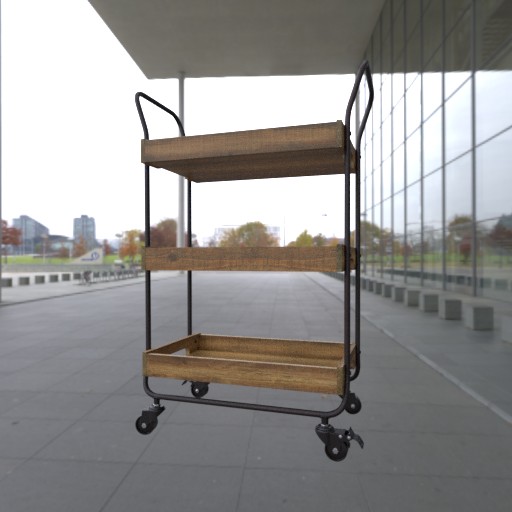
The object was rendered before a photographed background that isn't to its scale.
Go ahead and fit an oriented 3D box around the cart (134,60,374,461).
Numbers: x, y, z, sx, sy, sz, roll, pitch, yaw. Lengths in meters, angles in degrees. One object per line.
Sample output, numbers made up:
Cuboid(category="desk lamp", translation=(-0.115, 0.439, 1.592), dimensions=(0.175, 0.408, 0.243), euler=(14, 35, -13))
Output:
Cuboid(category="cart", translation=(0.000, 0.000, 1.146), dimensions=(0.583, 0.857, 0.339), euler=(0, 0, 19))
